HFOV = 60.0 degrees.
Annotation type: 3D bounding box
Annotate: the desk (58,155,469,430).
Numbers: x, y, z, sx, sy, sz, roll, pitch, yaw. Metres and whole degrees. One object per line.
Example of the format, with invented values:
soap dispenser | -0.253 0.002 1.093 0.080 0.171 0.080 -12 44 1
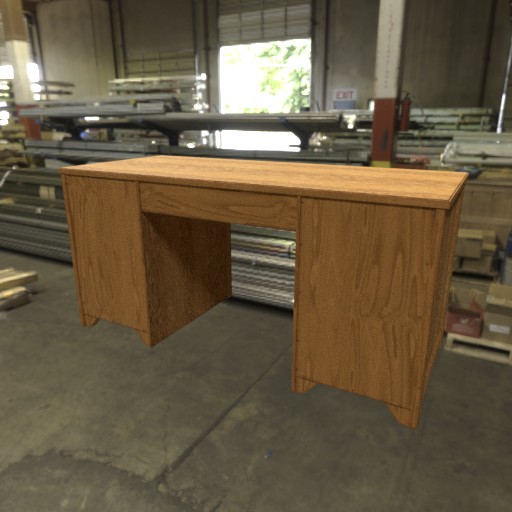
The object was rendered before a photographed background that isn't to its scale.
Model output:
desk | 0.000 0.000 1.953 1.567 0.751 0.685 9 20 27
